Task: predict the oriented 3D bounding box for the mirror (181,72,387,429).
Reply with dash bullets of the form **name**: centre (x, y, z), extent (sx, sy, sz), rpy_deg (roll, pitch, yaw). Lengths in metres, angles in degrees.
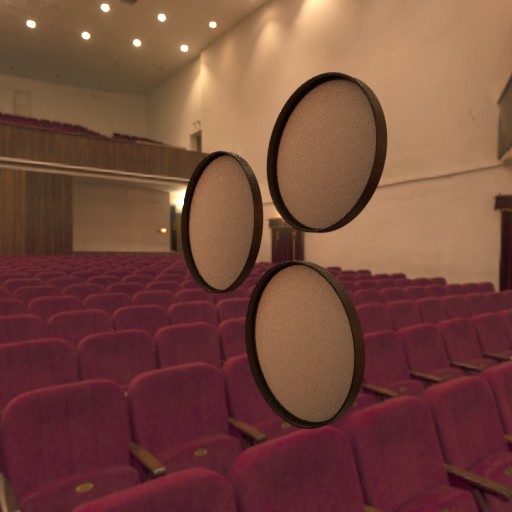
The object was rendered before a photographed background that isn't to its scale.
- **mirror**: centre (0.000, 0.000, 3.109), extent (0.076, 2.096, 2.160), rpy_deg (0, 0, -36)
